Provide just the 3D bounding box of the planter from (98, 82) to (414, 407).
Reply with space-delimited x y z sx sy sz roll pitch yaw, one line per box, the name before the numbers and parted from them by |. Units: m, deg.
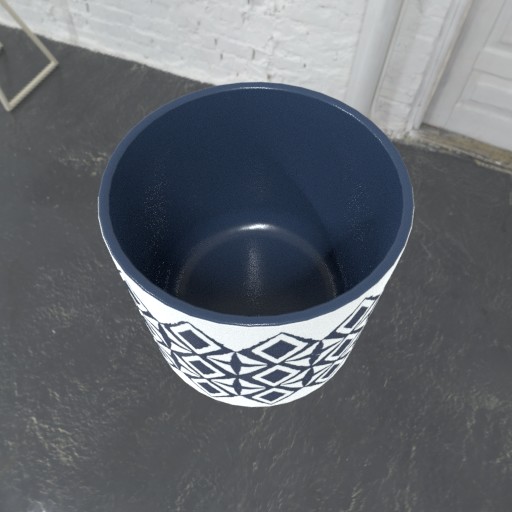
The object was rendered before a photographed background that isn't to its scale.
planter | 0.000 0.000 0.326 0.182 0.165 0.182 0 58 0
